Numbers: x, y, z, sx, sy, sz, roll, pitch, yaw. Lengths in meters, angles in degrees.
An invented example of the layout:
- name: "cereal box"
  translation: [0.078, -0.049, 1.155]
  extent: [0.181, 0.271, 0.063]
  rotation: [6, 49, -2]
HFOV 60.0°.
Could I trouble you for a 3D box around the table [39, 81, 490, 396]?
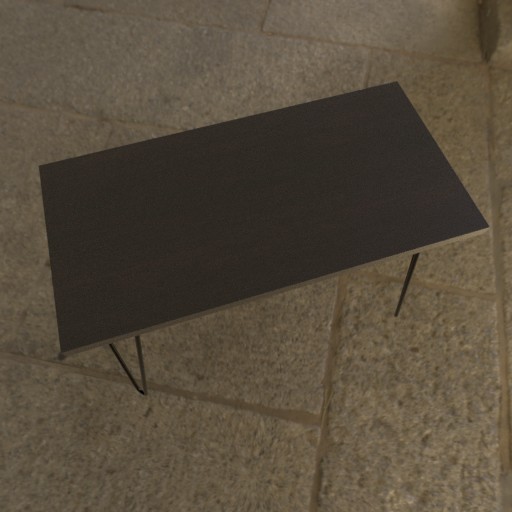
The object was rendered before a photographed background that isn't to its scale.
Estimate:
- name: "table"
  translation: [0.000, 0.000, 1.371]
  extent: [0.991, 0.660, 0.499]
  rotation: [-16, 65, -8]
